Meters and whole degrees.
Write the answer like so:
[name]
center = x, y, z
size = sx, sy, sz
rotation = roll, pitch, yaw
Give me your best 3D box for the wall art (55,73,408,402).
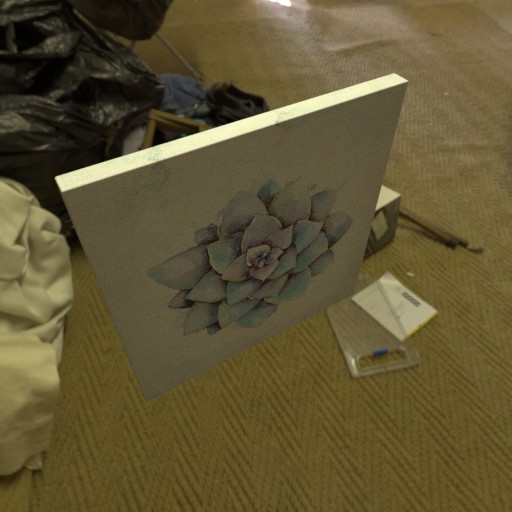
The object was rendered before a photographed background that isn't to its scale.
[wall art]
center = 0.000, 0.000, 0.915
size = 0.612, 0.612, 0.040
rotation = -24, 51, -21
